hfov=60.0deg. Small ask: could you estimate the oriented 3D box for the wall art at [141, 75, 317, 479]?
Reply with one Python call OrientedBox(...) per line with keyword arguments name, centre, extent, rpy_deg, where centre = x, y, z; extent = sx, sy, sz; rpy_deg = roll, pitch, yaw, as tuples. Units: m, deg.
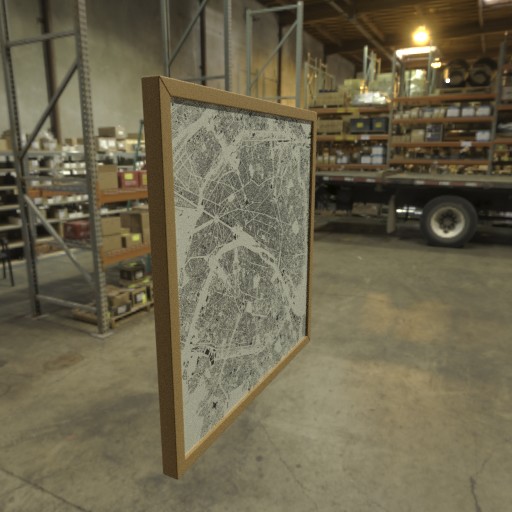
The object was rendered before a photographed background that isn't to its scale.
OrientedBox(name="wall art", centre=(0.000, 0.000, 1.140), extent=(0.037, 0.761, 0.761), rpy_deg=(7, 15, 26))
